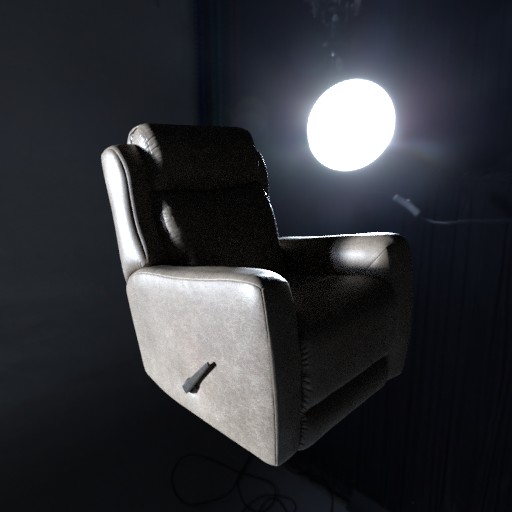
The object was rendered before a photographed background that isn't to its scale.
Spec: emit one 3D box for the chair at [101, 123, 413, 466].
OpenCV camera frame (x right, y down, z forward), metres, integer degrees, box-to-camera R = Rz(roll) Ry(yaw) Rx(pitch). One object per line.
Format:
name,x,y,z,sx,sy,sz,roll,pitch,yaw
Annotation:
chair,0.000,0.000,1.928,1.068,1.116,0.967,14,19,43
